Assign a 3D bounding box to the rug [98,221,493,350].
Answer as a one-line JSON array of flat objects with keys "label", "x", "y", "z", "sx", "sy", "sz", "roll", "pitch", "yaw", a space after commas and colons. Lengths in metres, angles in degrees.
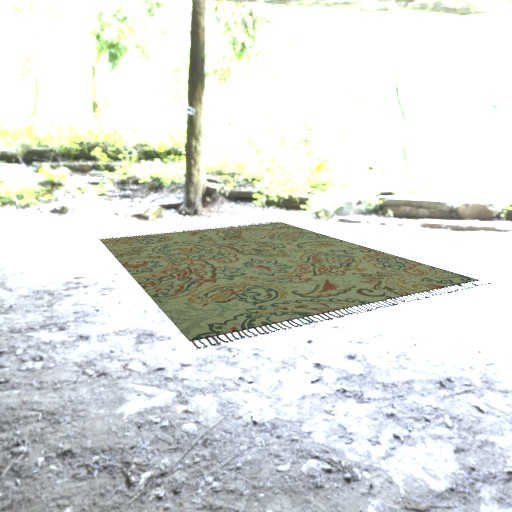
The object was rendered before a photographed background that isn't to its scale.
[{"label": "rug", "x": 0.000, "y": 0.000, "z": 4.295, "sx": 2.439, "sy": 0.015, "sz": 3.274, "roll": -7, "pitch": 16, "yaw": -27}]
